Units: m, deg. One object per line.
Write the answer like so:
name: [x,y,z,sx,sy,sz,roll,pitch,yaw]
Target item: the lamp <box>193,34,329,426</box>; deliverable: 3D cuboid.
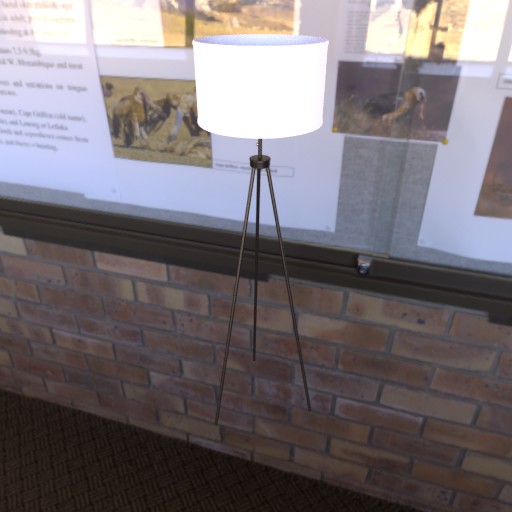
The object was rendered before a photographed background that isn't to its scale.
lamp: [0.000,0.000,1.749,0.448,1.545,0.458,-7,31,-12]
